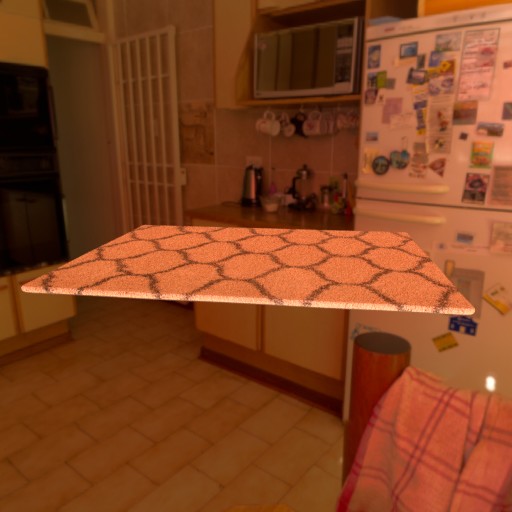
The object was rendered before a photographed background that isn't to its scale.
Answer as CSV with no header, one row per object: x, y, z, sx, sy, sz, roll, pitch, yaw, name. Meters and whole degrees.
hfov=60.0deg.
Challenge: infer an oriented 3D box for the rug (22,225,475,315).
0.000,0.000,2.103,1.600,0.025,1.200,2,15,8,rug
